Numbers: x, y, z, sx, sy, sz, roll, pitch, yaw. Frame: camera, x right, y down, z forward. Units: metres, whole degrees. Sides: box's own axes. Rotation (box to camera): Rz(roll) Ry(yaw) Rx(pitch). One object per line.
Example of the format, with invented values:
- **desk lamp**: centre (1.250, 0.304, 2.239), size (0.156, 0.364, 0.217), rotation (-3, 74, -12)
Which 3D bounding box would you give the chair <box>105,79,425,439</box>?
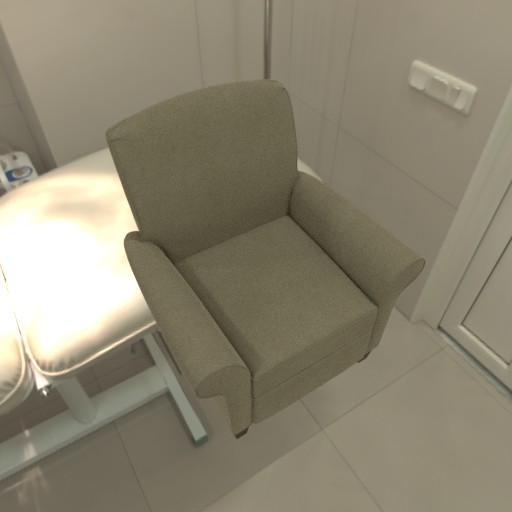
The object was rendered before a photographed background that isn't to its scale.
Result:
- **chair**: centre (0.000, 0.000, 1.800), size (0.978, 1.061, 0.905), rotation (-25, 51, -22)
